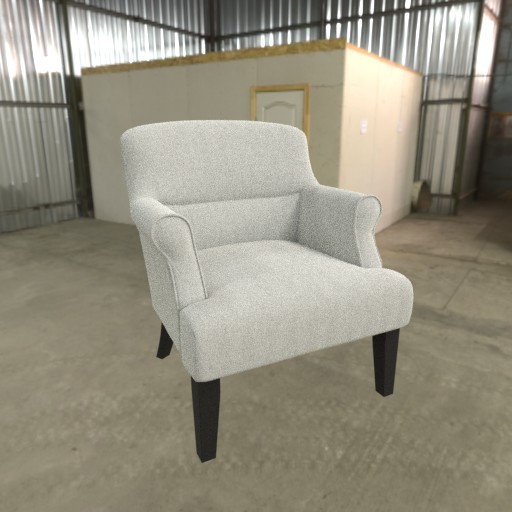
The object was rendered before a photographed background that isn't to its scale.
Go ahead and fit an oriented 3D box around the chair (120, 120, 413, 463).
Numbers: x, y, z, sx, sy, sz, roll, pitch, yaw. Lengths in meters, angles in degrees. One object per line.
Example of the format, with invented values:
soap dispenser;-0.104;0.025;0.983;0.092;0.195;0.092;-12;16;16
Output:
chair;0.000;0.000;1.492;0.781;0.875;0.750;-9;19;-26
